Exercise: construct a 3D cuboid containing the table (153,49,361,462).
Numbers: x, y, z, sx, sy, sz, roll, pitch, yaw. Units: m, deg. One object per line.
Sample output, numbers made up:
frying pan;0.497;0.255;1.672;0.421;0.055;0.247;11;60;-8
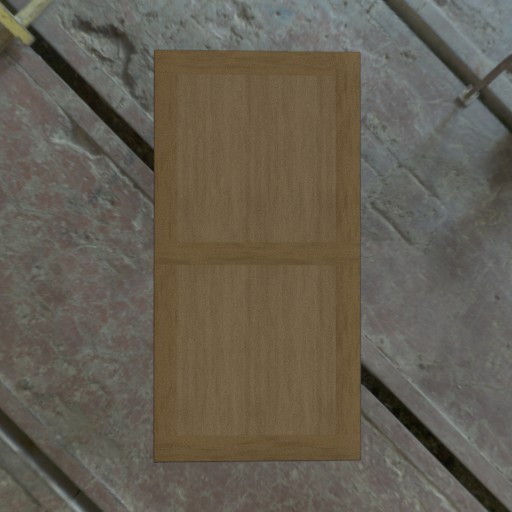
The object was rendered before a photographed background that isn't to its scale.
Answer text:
table;0.000;0.000;2.514;1.000;0.762;1.982;0;90;-1
